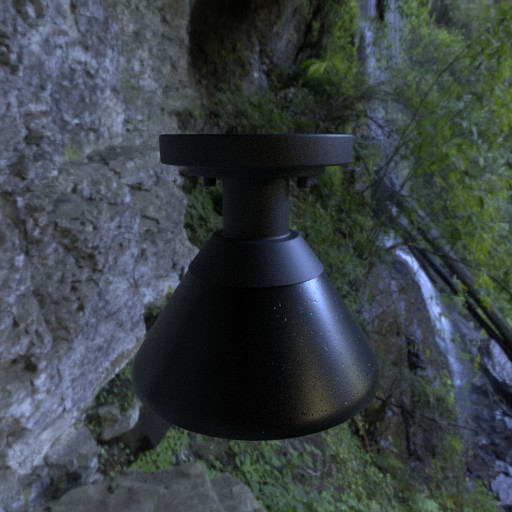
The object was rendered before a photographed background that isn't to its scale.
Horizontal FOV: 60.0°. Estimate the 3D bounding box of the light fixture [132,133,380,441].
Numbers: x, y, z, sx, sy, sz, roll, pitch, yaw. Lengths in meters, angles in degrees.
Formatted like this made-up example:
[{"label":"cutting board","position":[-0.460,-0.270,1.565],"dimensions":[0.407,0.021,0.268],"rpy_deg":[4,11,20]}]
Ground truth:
[{"label":"light fixture","position":[0.000,0.000,0.347],"dimensions":[0.200,0.183,0.200],"rpy_deg":[0,15,0]}]
